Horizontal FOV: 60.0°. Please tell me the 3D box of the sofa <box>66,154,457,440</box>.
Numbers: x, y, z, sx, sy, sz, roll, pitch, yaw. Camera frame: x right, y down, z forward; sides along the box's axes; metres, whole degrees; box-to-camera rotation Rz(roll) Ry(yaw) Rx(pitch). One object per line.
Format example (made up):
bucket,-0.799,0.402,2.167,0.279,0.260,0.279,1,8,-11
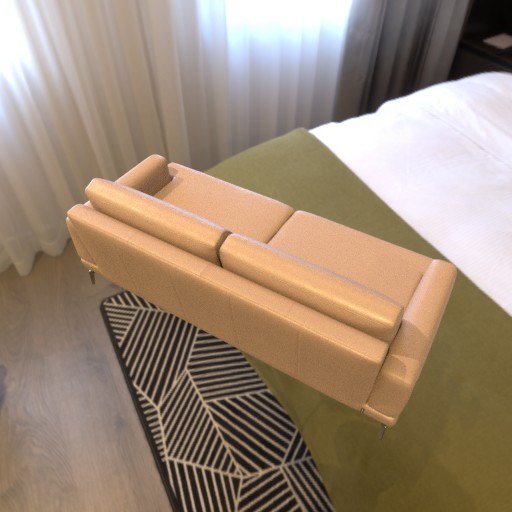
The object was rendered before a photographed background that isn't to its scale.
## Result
sofa,0.000,0.000,2.398,1.940,0.765,0.974,23,50,21
